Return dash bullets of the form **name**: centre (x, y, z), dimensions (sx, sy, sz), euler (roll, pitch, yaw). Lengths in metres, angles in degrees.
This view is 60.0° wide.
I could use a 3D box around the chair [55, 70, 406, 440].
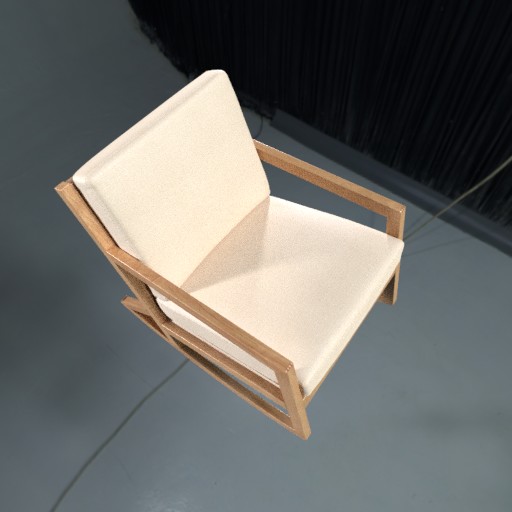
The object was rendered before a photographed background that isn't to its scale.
- **chair**: centre (0.000, 0.000, 1.426), dimensions (0.857, 0.790, 0.622), euler (32, 63, 19)
